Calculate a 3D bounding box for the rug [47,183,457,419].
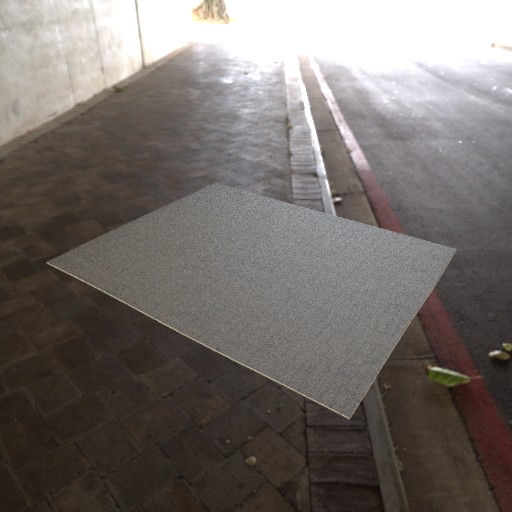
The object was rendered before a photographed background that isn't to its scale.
[{"bbox_3d":[0.000,0.000,4.197,3.061,0.014,2.447,20,36,30],"label":"rug"}]
